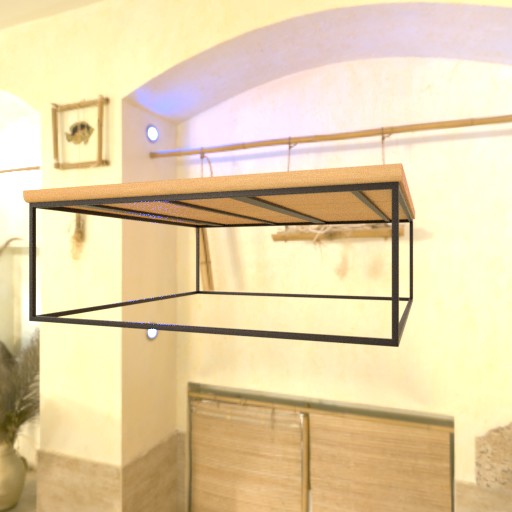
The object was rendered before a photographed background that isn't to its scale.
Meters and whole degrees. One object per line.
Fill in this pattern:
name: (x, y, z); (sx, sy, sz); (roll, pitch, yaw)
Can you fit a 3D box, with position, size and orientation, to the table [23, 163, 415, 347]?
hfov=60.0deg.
table: (0.000, 0.000, 1.666); (1.100, 0.400, 1.100); (0, 0, 21)
